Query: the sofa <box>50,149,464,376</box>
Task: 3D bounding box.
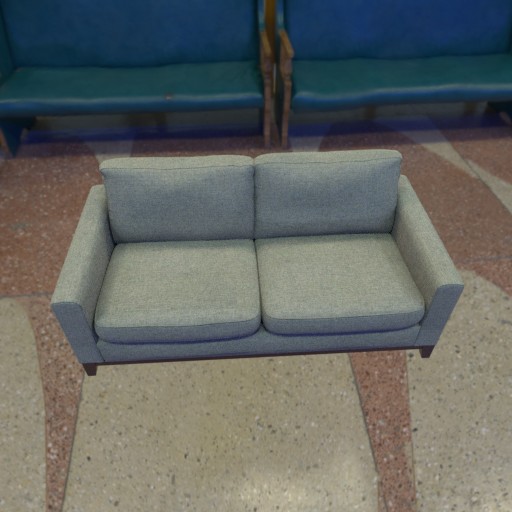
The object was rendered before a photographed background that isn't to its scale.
[{"bbox_3d":[0.000,0.000,2.507,1.978,0.892,0.969,-2,44,-2],"label":"sofa"}]
